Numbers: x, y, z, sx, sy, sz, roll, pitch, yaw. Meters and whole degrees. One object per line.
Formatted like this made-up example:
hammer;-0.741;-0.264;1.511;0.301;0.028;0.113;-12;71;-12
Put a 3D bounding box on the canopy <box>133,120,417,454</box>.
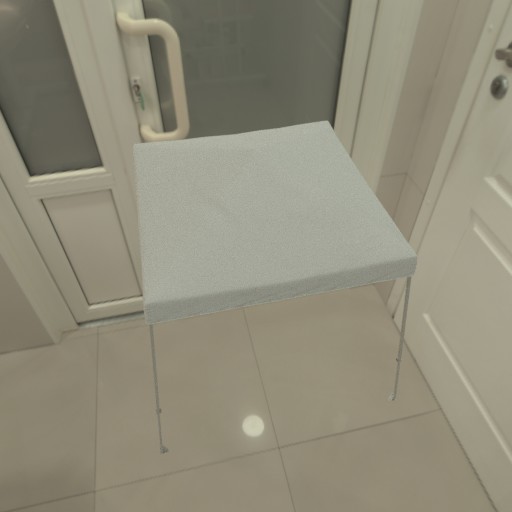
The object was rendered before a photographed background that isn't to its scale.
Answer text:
canopy;0.000;0.000;5.105;2.848;2.849;2.849;-9;47;-9
